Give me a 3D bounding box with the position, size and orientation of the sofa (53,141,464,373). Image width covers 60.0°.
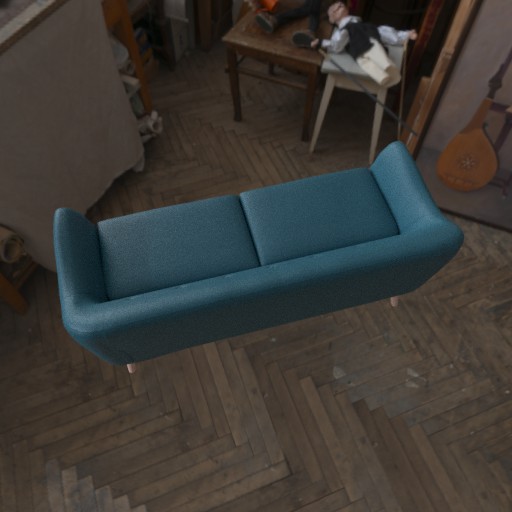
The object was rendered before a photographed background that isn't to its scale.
[{"bbox_3d":[0.000,0.000,2.227,1.840,0.836,0.820,-13,59,-8],"label":"sofa"}]
